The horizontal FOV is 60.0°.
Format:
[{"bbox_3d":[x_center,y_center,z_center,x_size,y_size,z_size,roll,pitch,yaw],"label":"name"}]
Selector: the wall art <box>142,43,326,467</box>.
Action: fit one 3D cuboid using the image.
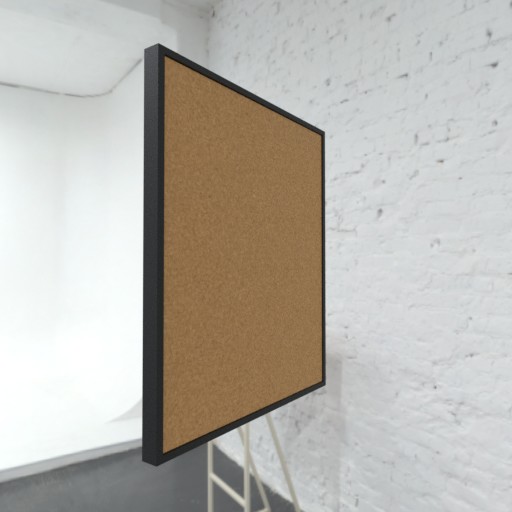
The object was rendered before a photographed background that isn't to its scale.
[{"bbox_3d":[0.000,0.000,0.538,0.019,0.381,0.330,-1,-1,36],"label":"wall art"}]
